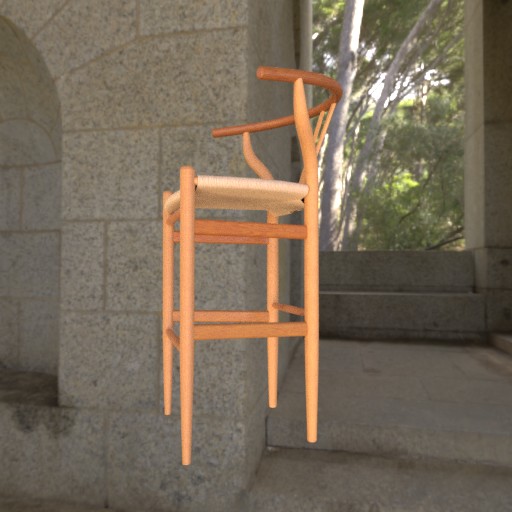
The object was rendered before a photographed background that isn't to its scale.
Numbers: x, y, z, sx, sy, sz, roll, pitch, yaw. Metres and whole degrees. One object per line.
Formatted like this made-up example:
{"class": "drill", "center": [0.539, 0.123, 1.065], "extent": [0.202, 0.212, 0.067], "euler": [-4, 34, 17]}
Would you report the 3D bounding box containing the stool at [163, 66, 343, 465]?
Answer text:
{"class": "stool", "center": [0.000, 0.000, 1.405], "extent": [0.561, 1.068, 0.574], "euler": [0, -1, -18]}
